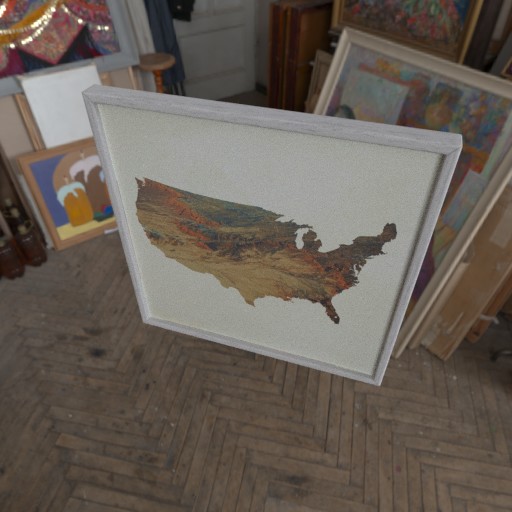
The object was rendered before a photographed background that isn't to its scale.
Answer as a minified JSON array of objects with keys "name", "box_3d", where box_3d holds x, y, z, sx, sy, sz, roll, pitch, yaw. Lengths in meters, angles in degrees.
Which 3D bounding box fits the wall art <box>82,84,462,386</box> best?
[{"name":"wall art","box_3d":[0.000,0.000,1.893,1.287,1.288,0.078,12,44,13]}]
